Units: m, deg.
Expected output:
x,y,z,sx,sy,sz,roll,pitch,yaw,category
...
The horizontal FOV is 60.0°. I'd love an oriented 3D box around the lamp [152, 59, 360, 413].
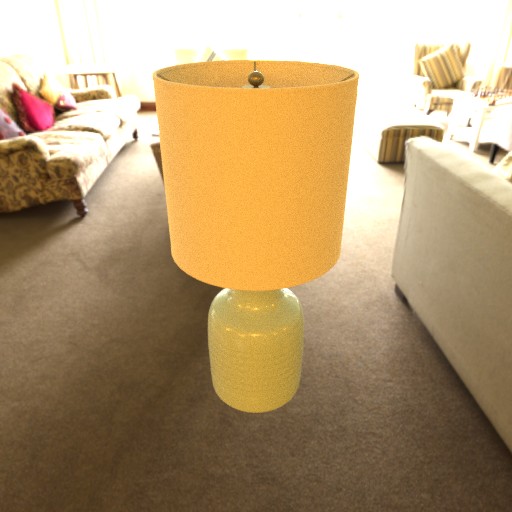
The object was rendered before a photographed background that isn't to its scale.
x,y,z,sx,sy,sz,roll,pitch,yaw,category
0.000,0.000,1.124,0.418,0.871,0.418,21,36,32,lamp
